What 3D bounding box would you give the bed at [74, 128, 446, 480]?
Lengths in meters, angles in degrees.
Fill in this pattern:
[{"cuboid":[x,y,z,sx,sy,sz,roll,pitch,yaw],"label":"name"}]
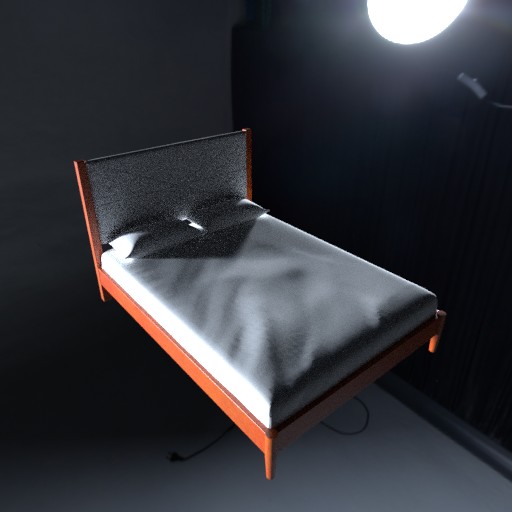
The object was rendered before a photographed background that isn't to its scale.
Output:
[{"cuboid":[0.000,0.000,3.096,1.566,1.165,2.117,-22,36,-34],"label":"bed"}]
